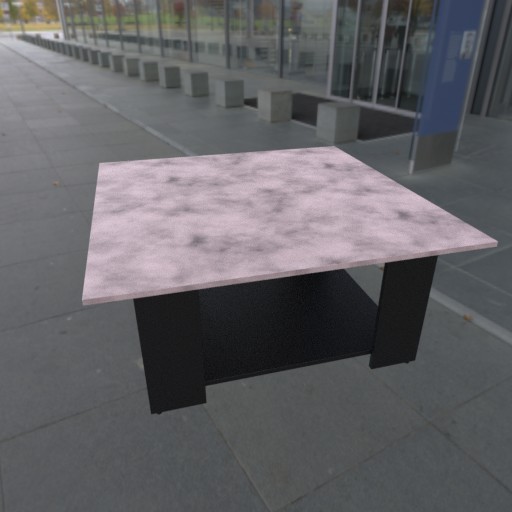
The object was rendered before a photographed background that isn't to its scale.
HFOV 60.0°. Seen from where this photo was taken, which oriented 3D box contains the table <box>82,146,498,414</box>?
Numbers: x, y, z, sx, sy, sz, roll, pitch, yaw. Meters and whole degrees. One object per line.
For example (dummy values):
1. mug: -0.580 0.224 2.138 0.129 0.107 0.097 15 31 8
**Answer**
1. table: 0.000 0.000 1.031 0.670 0.305 0.670 -7 29 -14
